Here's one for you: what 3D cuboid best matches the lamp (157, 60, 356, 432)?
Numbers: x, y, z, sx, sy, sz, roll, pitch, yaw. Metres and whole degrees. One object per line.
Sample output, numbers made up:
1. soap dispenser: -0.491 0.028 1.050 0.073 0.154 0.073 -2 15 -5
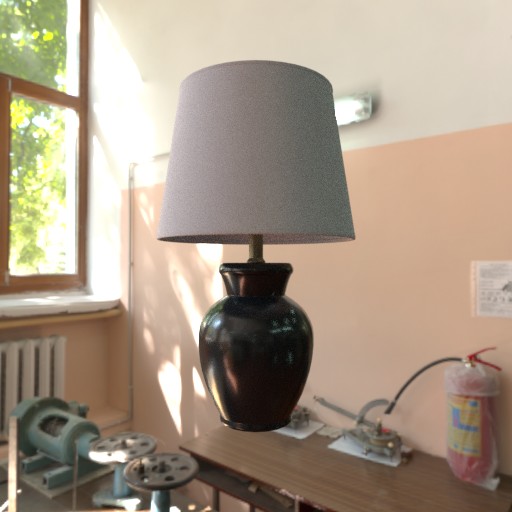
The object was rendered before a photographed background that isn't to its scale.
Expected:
1. lamp: 0.000 0.000 0.545 0.239 0.399 0.239 0 -1 0
